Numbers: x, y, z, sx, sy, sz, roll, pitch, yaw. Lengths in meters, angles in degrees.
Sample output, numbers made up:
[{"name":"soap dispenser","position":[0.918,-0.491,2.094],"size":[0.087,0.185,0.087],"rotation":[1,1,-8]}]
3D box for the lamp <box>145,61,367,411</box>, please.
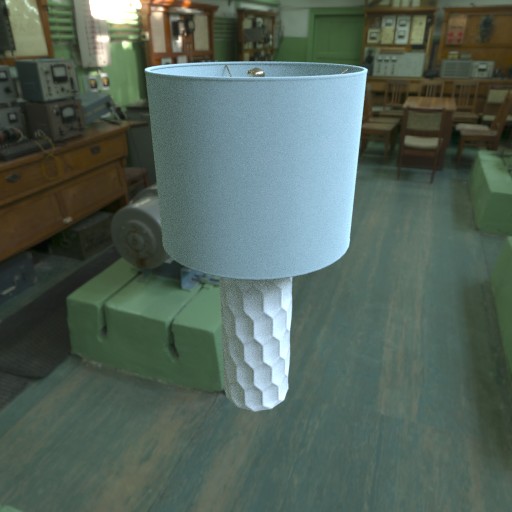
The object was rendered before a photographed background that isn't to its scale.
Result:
[{"name":"lamp","position":[0.000,0.000,0.682],"size":[0.277,0.534,0.277],"rotation":[9,28,16]}]
